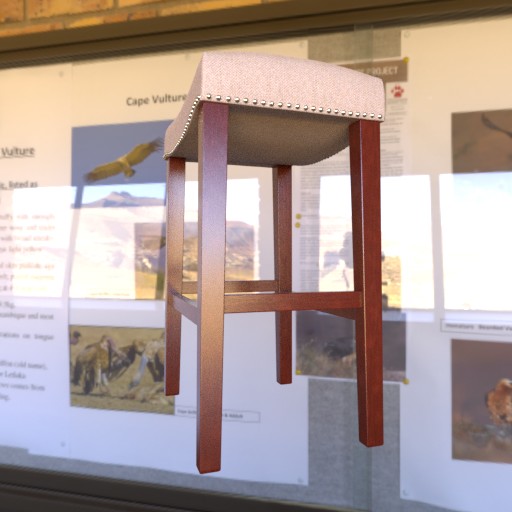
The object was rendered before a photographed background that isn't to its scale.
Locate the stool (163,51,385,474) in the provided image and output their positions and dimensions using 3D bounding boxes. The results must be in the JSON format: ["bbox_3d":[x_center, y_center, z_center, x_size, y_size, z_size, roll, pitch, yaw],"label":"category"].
[{"bbox_3d":[0.000,0.000,1.033,0.372,0.742,0.504,0,0,-19],"label":"stool"}]
